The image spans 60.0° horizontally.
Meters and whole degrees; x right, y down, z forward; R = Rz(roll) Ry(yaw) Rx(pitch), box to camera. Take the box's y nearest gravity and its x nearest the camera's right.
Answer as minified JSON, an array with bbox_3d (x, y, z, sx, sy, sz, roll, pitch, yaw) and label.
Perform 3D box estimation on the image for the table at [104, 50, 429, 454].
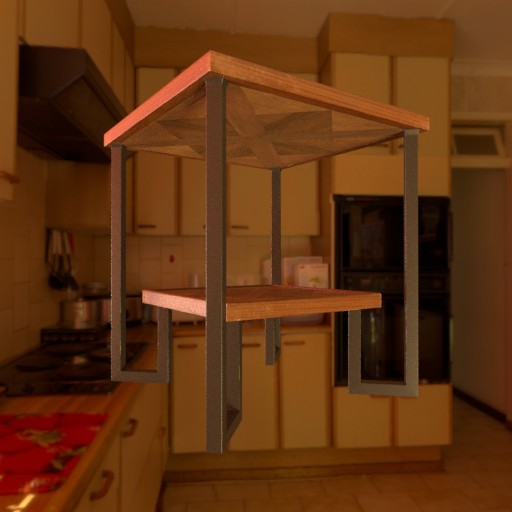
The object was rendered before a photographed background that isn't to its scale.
[{"bbox_3d":[0.000,0.000,0.955,0.503,0.563,0.503,0,0,-35],"label":"table"}]
